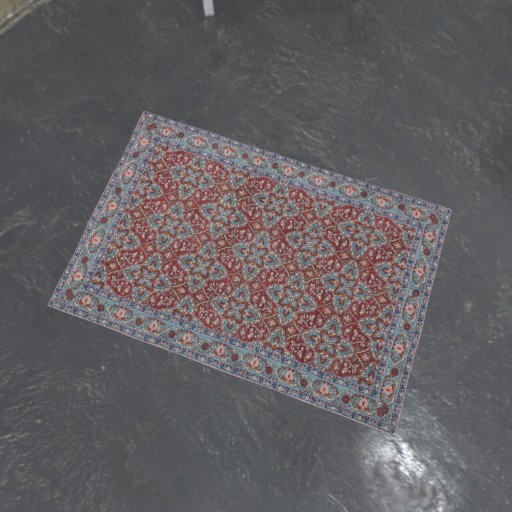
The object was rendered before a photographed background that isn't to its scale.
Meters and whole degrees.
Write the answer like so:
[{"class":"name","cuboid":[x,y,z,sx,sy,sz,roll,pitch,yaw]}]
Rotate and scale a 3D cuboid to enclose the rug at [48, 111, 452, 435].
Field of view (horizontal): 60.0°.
[{"class":"rug","cuboid":[0.000,0.000,2.337,1.829,0.009,1.219,19,75,5]}]
